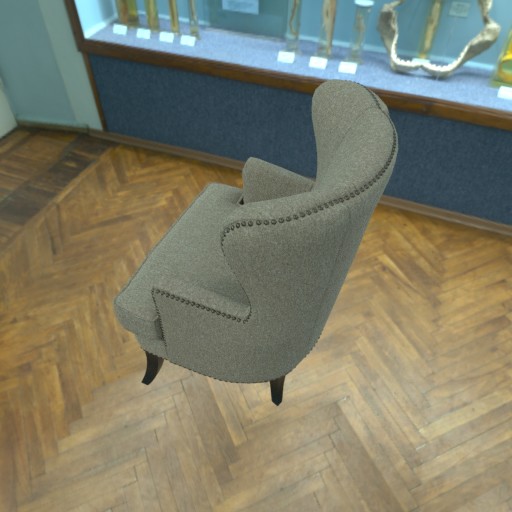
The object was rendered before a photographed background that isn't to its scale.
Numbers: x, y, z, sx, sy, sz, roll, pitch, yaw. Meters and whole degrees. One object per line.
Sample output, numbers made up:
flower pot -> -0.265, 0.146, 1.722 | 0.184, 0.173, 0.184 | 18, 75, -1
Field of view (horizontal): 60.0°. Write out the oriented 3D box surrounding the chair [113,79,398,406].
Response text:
chair -> 0.000, 0.000, 1.575 | 0.758, 1.060, 0.759 | 17, 49, 16
